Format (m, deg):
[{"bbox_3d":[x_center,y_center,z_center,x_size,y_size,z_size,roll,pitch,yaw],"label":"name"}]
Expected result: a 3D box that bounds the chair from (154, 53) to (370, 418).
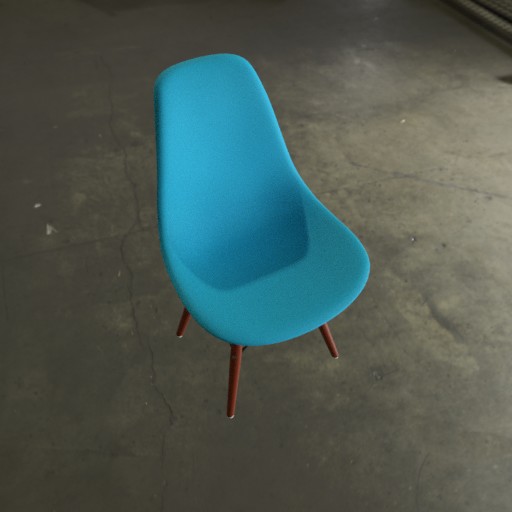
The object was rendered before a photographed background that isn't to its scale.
[{"bbox_3d":[0.000,0.000,1.149,0.470,0.826,0.533,-24,52,-20],"label":"chair"}]
